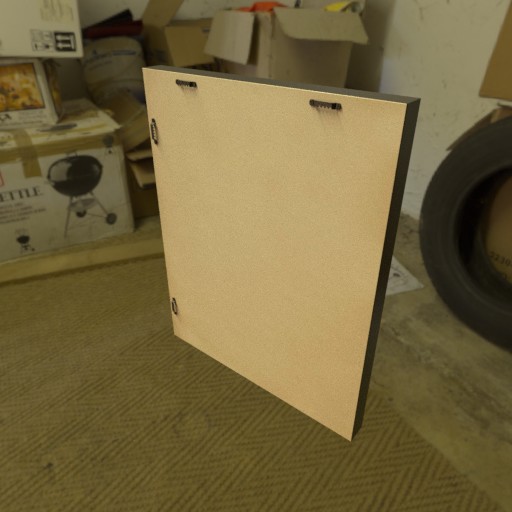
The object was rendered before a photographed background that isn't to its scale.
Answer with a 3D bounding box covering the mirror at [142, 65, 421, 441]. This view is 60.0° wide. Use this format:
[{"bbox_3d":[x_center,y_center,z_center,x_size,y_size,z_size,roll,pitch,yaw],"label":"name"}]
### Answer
[{"bbox_3d":[0.000,0.000,0.682,0.406,0.509,0.041,22,37,33],"label":"mirror"}]
